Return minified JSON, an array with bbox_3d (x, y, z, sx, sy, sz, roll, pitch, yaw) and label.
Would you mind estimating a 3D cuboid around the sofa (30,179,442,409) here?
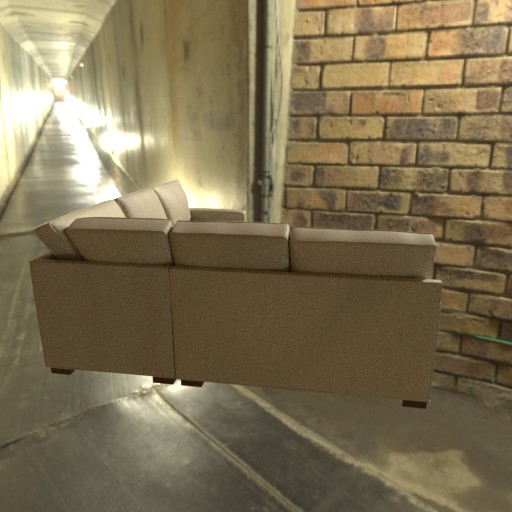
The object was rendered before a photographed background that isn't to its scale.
[{"bbox_3d":[0.000,0.000,3.363,2.182,0.939,2.189,3,17,9],"label":"sofa"}]
